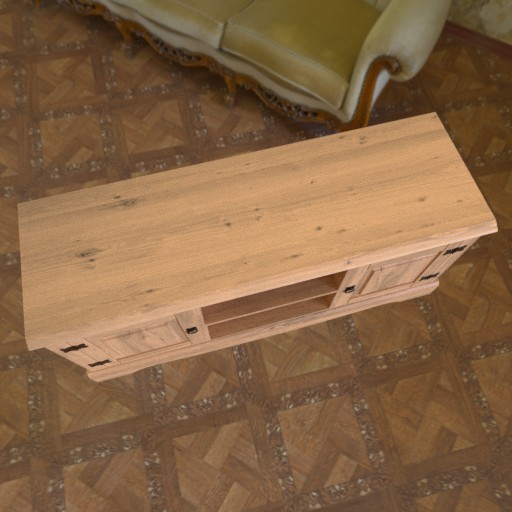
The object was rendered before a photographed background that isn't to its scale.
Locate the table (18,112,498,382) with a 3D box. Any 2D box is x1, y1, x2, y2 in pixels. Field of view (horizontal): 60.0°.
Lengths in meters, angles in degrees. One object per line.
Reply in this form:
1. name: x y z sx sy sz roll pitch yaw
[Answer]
1. table: 0.000 0.000 1.391 1.200 0.510 0.400 -14 66 -6
